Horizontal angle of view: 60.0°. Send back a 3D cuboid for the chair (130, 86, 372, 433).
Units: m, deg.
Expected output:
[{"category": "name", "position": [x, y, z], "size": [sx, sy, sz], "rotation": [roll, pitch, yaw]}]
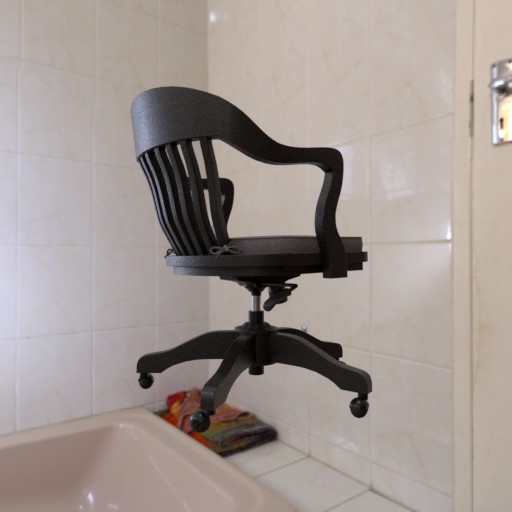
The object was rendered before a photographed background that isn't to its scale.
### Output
[{"category": "chair", "position": [0.000, 0.000, 1.432], "size": [0.788, 0.878, 0.750], "rotation": [0, 0, -36]}]
